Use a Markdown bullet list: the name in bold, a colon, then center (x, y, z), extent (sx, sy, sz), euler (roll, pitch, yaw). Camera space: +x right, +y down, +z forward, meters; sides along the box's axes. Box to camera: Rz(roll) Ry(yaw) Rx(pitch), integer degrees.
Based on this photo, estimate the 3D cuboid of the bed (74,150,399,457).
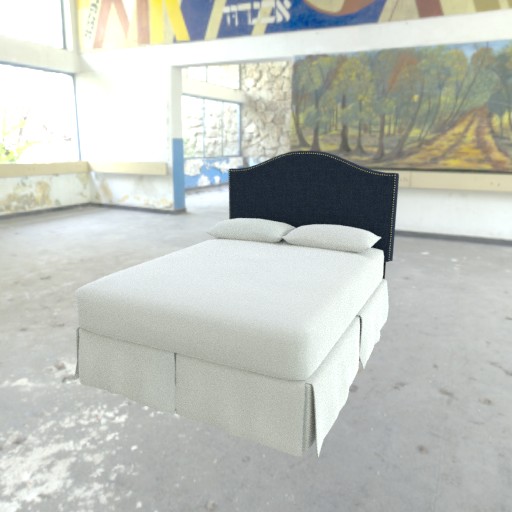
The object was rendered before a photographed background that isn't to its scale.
- **bed**: center (0.000, 0.000, 3.337), extent (1.725, 1.518, 2.153), euler (7, 16, 25)
